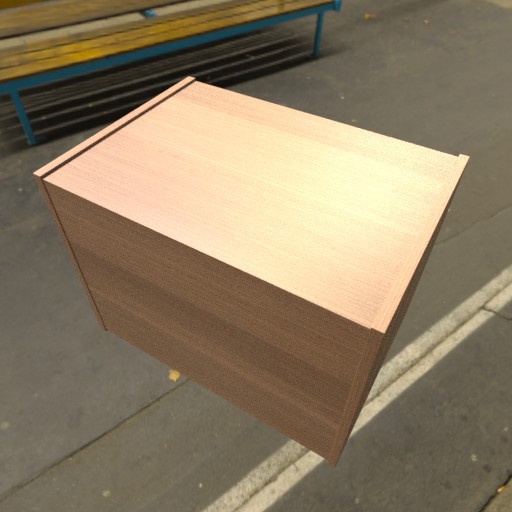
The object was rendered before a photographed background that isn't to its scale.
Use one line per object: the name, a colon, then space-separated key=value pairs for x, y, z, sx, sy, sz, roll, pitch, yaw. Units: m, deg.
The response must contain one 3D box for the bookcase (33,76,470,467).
bookcase: x=0.000 y=0.000 z=0.622 sx=0.415 sy=0.305 sz=0.290 roll=24 pitch=51 yaw=21
